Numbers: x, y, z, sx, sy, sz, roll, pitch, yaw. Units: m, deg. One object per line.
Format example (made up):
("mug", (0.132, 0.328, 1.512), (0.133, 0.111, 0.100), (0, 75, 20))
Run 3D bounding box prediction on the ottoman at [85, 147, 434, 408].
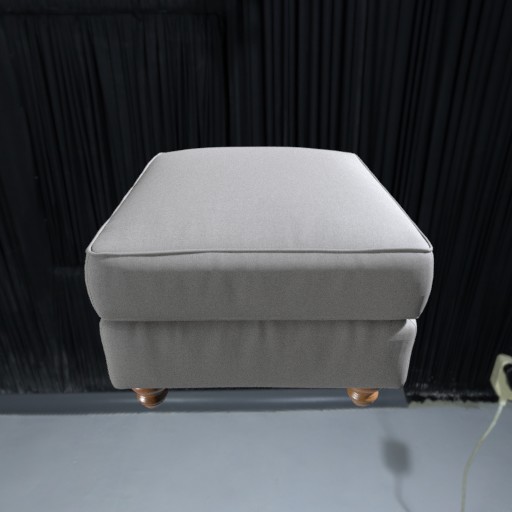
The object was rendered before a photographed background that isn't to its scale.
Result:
("ottoman", (0.000, 0.000, 1.167), (0.662, 0.505, 0.721), (0, 27, -1))
